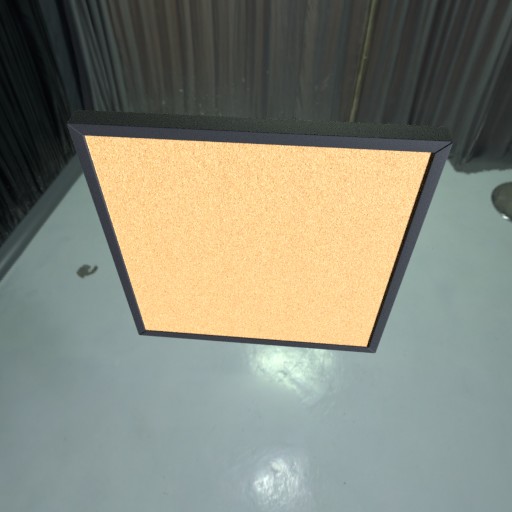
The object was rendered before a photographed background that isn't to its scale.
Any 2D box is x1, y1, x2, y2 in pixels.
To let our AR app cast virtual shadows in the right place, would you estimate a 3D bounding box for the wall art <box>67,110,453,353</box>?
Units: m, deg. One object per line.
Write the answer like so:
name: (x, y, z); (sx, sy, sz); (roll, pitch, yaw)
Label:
wall art: (0.000, 0.000, 0.775); (0.508, 0.508, 0.037); (4, 47, 4)
